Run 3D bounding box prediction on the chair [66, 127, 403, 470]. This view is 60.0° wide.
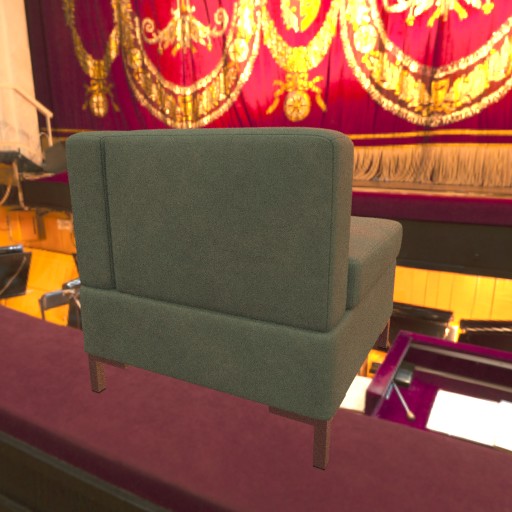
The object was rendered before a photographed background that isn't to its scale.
[{"bbox_3d":[0.000,0.000,1.218,0.680,0.660,0.680,7,16,26],"label":"chair"}]
